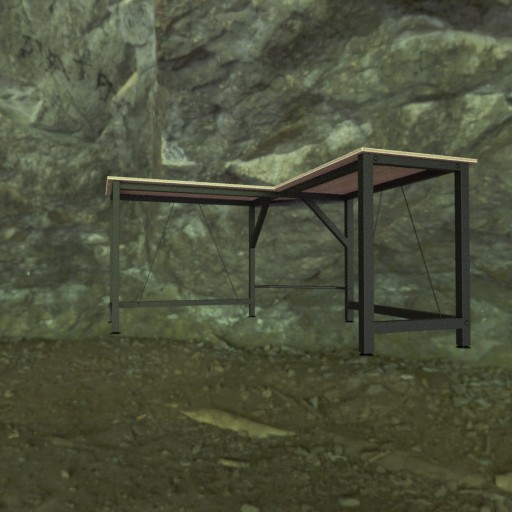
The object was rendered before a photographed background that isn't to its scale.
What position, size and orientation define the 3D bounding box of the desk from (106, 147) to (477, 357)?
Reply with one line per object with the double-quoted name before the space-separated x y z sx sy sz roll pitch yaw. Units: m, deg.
"desk" 0.000 0.000 2.207 1.400 0.762 1.400 0 -1 -20
